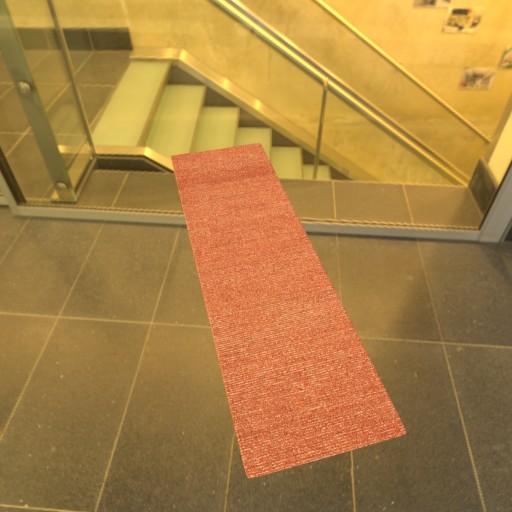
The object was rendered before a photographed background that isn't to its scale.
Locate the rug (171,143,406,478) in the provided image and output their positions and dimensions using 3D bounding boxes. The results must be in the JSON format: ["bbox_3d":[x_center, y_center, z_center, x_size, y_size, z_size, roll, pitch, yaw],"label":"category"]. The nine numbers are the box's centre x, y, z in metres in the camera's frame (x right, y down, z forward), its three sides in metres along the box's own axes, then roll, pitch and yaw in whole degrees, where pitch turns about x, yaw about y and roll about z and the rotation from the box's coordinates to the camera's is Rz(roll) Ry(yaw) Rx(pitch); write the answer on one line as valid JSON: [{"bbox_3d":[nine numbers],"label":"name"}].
[{"bbox_3d":[0.000,0.000,2.549,0.687,0.012,2.307,-11,47,-10],"label":"rug"}]
